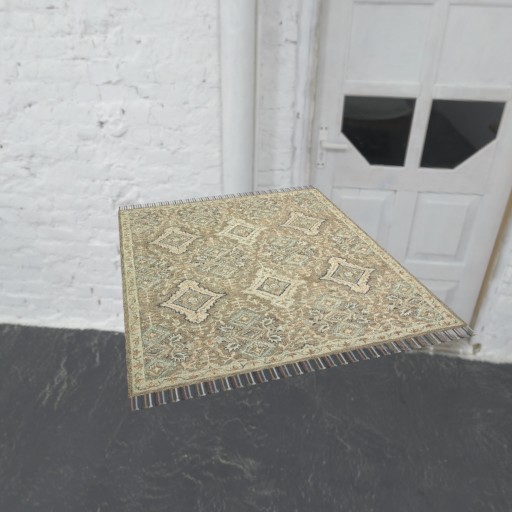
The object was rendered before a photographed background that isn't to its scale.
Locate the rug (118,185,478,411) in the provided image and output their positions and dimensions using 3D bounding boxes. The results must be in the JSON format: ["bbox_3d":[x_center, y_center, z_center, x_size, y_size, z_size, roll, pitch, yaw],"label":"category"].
[{"bbox_3d":[0.000,0.000,4.152,2.437,0.010,3.056,-8,31,-14],"label":"rug"}]
